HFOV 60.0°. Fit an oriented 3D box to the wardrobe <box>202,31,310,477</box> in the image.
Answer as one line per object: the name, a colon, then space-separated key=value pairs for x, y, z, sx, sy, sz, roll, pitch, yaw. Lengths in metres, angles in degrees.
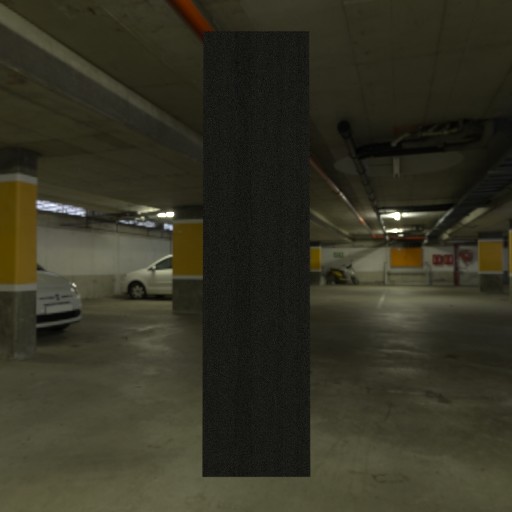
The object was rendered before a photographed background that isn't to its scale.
wardrobe: x=0.000 y=0.000 z=2.872 sx=0.480 sy=2.000 sz=1.770 roll=0 pitch=-1 yaw=0
